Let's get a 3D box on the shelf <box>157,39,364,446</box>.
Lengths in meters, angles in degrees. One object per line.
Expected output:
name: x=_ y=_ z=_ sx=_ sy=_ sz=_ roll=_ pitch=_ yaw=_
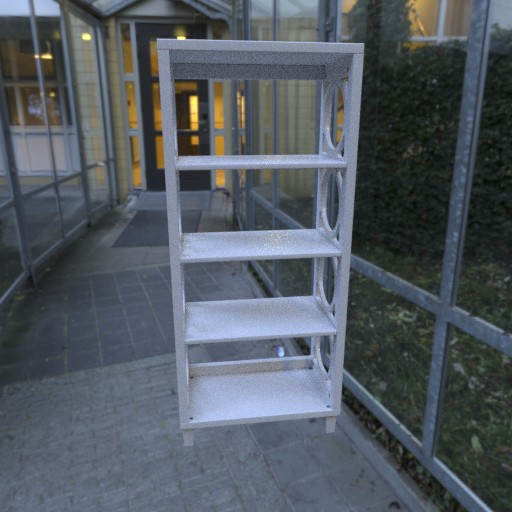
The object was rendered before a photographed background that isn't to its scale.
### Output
shelf: x=0.000 y=0.000 z=1.656 sx=0.611 sy=1.411 sz=0.340 roll=-2 pitch=17 yaw=-8
